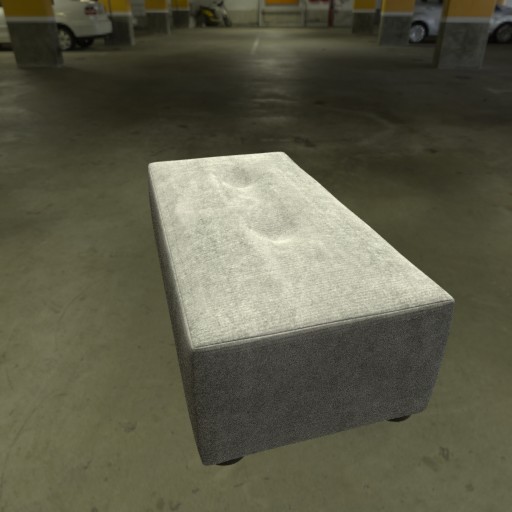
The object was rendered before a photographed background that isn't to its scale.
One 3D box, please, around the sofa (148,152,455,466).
[{"bbox_3d":[0.000,0.000,1.148,0.480,0.330,0.930,-8,31,-14],"label":"sofa"}]
